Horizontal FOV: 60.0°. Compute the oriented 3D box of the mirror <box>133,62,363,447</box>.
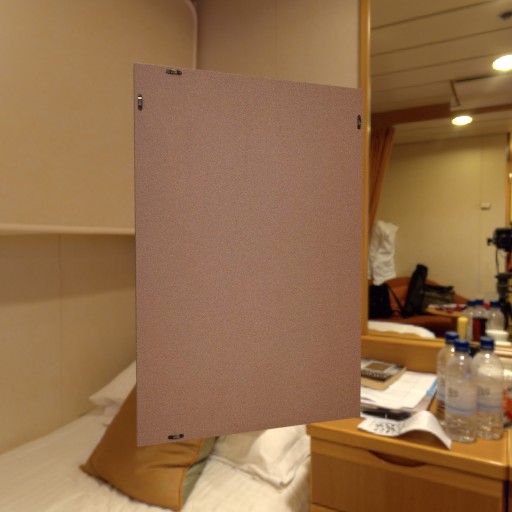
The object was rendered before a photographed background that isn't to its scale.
[{"bbox_3d":[0.000,0.000,1.159,0.609,0.915,0.040,-1,2,-17],"label":"mirror"}]
